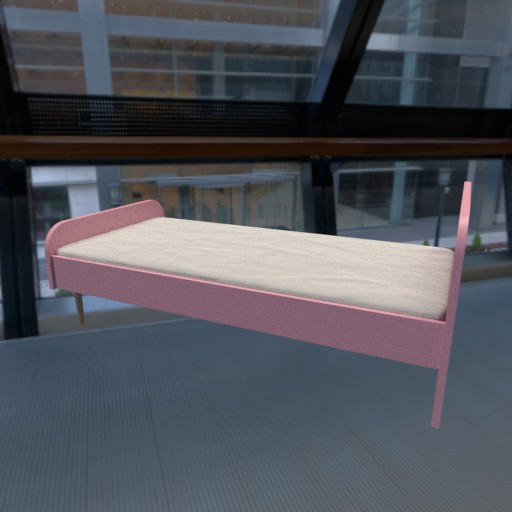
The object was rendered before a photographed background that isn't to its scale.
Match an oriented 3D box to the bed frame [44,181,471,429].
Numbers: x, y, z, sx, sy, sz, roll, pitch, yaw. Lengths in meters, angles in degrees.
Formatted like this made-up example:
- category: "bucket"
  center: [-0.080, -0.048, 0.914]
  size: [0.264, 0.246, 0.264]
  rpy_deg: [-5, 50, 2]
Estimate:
- category: "bed frame"
  center: [0.000, 0.000, 2.350]
  size: [1.963, 0.805, 0.998]
  rpy_deg: [8, 19, 24]
